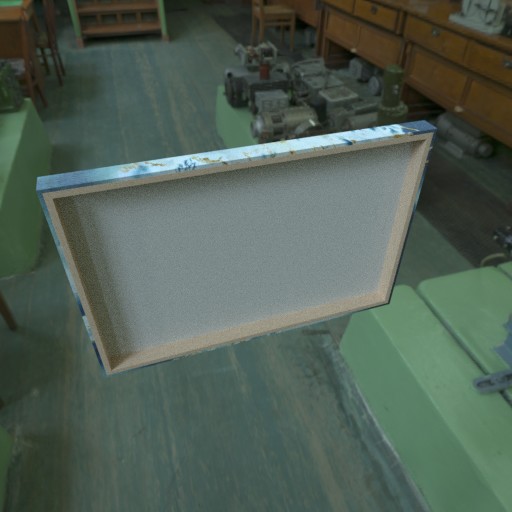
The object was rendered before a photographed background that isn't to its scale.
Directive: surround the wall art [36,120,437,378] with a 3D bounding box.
[{"bbox_3d":[0.000,0.000,0.786,0.607,0.405,0.036,-12,41,-14],"label":"wall art"}]
